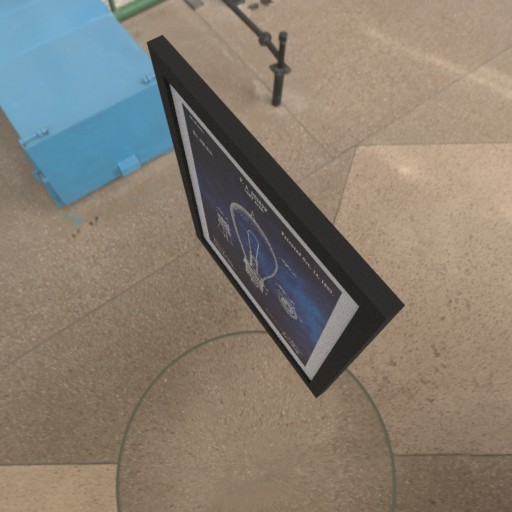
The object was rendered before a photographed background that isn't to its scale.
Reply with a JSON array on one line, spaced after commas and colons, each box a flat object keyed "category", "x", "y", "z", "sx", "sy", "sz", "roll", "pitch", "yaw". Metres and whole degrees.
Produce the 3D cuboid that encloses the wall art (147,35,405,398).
[{"category": "wall art", "x": 0.000, "y": 0.000, "z": 0.694, "sx": 0.023, "sy": 0.505, "sz": 0.428, "roll": -33, "pitch": 69, "yaw": -14}]
